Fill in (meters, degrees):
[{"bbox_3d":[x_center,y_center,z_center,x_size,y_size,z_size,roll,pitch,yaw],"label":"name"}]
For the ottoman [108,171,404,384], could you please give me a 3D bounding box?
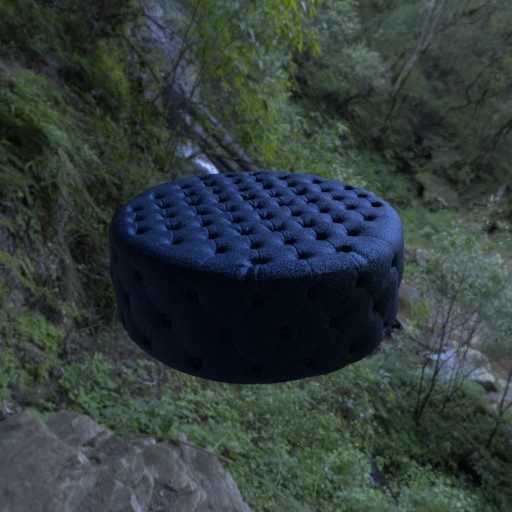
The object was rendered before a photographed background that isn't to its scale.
[{"bbox_3d":[0.000,0.000,1.577,0.998,0.398,0.998,0,26,0],"label":"ottoman"}]
